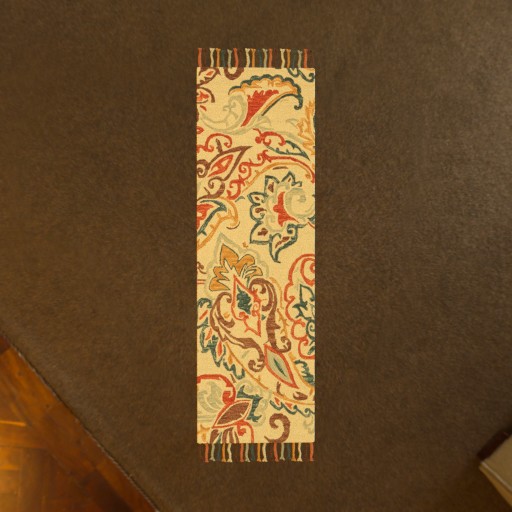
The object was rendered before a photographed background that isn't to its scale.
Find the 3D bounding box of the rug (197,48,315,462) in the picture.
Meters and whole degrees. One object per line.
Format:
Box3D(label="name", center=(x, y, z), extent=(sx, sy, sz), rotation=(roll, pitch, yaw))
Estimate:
Box3D(label="rug", center=(0.000, 0.000, 2.882), extent=(0.763, 0.015, 2.682), rotation=(0, 90, -1))
